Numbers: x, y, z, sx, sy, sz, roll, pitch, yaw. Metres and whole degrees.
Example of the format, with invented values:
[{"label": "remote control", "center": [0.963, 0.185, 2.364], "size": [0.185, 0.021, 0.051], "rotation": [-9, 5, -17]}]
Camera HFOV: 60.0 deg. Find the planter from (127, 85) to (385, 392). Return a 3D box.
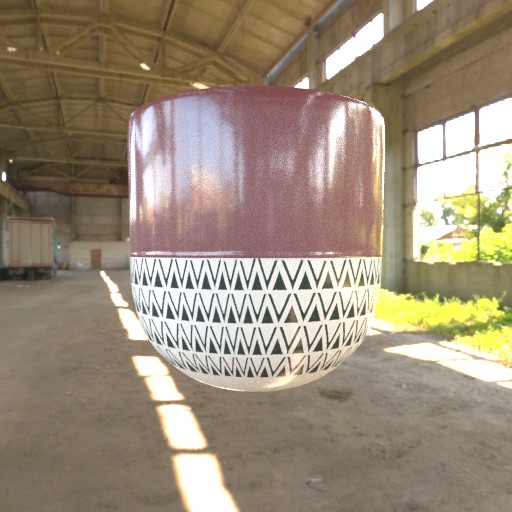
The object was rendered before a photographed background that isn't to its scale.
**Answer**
[{"label": "planter", "center": [0.000, 0.000, 0.479], "size": [0.266, 0.270, 0.266], "rotation": [0, 1, 0]}]
